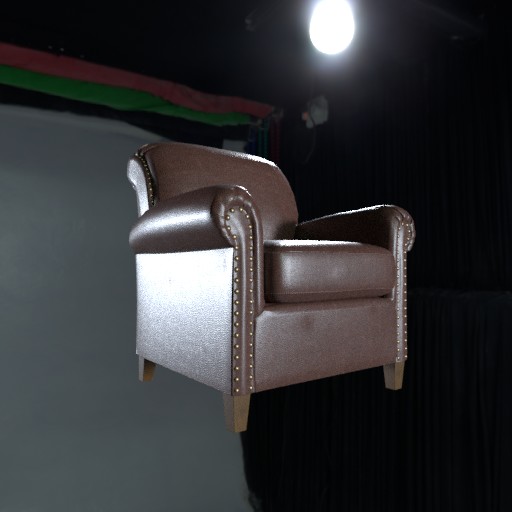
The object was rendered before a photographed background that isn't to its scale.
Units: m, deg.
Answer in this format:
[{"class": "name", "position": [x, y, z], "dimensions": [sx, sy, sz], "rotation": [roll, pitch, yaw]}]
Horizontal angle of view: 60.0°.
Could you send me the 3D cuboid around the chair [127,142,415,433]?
[{"class": "chair", "position": [0.000, 0.000, 1.652], "dimensions": [0.854, 0.927, 0.890], "rotation": [1, -1, -36]}]
